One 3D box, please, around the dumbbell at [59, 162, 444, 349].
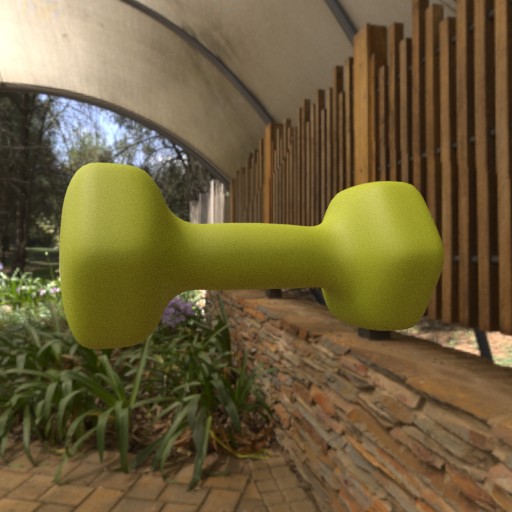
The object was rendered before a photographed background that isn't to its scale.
[{"bbox_3d":[0.000,0.000,0.204,0.164,0.072,0.080,0,0,-18],"label":"dumbbell"}]
